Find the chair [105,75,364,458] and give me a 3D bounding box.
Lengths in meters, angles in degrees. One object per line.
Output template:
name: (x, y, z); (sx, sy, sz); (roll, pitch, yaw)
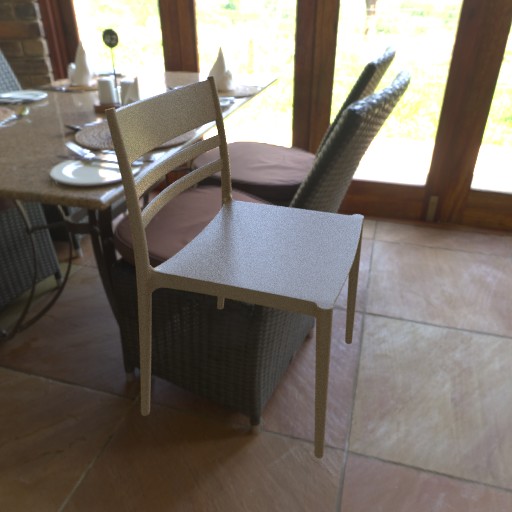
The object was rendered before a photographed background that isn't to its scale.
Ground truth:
chair: (0.000, 0.000, 1.150); (0.511, 0.800, 0.531); (10, 31, 17)
